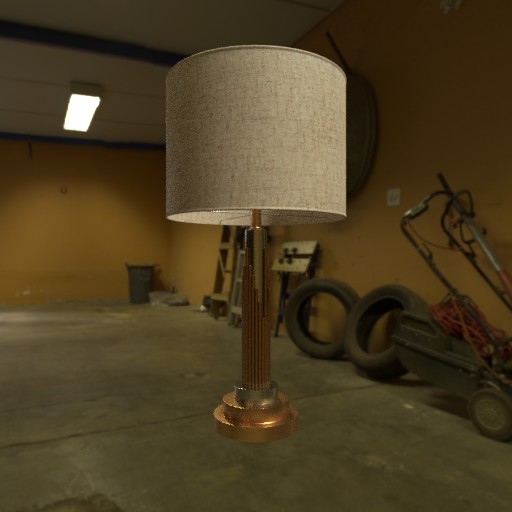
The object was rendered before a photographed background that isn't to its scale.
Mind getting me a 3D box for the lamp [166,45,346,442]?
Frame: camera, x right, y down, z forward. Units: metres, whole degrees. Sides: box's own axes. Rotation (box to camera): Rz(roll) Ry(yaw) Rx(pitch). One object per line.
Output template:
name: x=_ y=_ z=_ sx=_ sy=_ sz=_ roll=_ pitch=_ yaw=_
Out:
lamp: x=0.000 y=0.000 z=0.802 sx=0.321 sy=0.610 sz=0.321 roll=0 pitch=0 yaw=19
